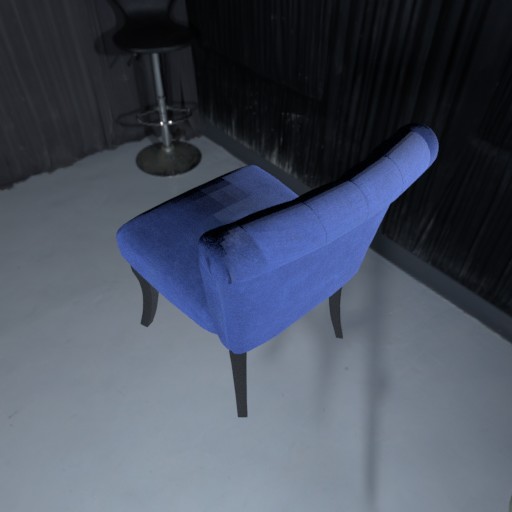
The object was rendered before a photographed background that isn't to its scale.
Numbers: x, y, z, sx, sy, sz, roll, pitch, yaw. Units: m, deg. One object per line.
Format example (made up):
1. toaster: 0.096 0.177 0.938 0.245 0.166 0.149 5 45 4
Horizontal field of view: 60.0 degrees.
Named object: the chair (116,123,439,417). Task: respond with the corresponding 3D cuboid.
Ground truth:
1. chair: 0.000 0.000 1.183 0.585 0.753 0.606 -31 53 -28
